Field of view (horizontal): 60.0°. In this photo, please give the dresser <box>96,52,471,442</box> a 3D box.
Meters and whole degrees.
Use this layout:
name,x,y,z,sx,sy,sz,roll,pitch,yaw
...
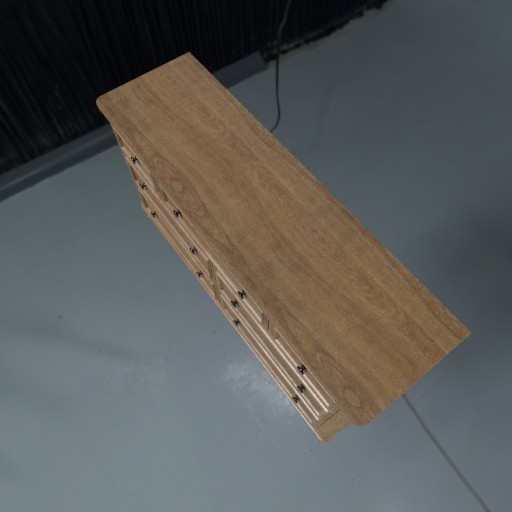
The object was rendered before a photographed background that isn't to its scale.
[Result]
name,x,y,z,sx,sy,sz,roll,pitch,yaw
dresser,0.000,0.000,1.986,0.468,0.892,1.583,-34,68,-16
